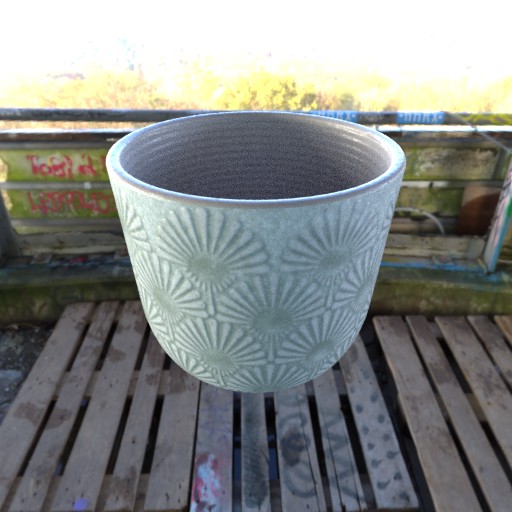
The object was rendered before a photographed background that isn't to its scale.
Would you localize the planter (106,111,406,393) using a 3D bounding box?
[{"bbox_3d":[0.000,0.000,0.298,0.170,0.152,0.170,0,31,0],"label":"planter"}]
